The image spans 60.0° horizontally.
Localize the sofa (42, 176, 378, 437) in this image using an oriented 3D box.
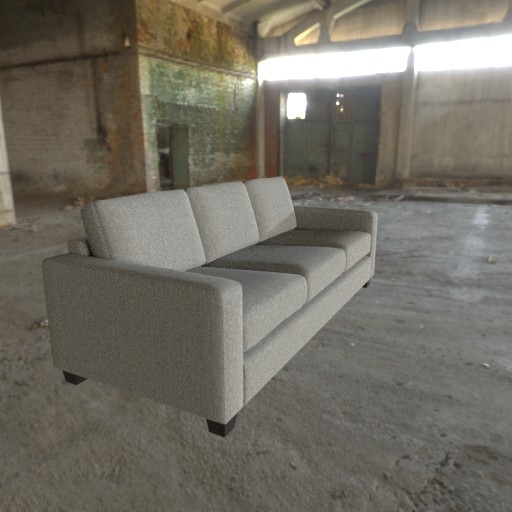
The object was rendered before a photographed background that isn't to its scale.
[{"bbox_3d":[0.000,0.000,2.549,0.900,0.800,2.120,7,15,27],"label":"sofa"}]
